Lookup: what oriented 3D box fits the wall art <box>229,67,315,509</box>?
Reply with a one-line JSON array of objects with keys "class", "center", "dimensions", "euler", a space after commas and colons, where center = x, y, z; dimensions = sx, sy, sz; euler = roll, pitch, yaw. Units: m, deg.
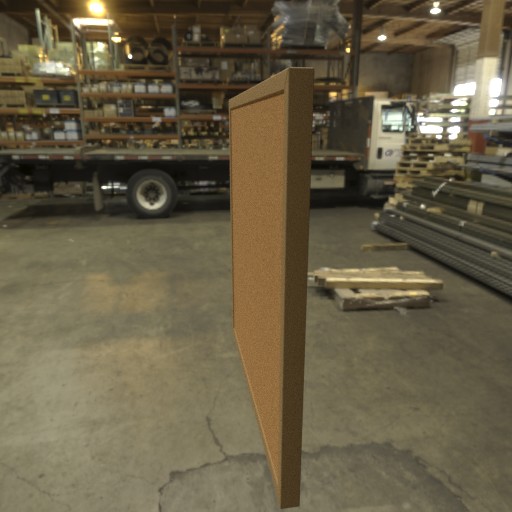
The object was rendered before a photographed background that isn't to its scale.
[{"class": "wall art", "center": [0.000, 0.000, 1.081], "dimensions": [0.037, 0.761, 0.761], "euler": [-3, 16, -9]}]
